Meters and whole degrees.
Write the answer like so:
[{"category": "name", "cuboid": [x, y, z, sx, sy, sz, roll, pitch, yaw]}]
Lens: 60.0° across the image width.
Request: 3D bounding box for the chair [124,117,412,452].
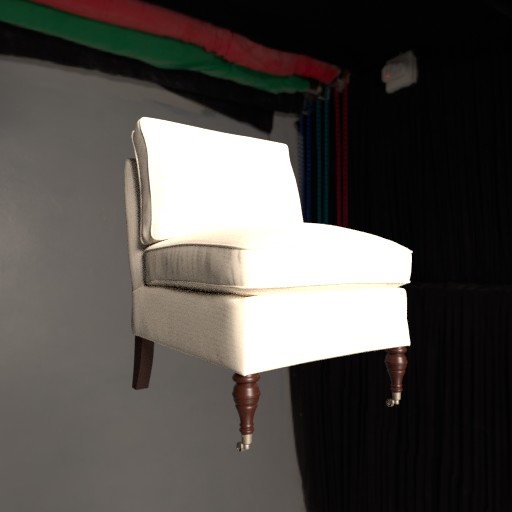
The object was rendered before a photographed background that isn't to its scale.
[{"category": "chair", "cuboid": [0.000, 0.000, 1.410, 0.630, 0.887, 0.781, 0, -1, -36]}]
